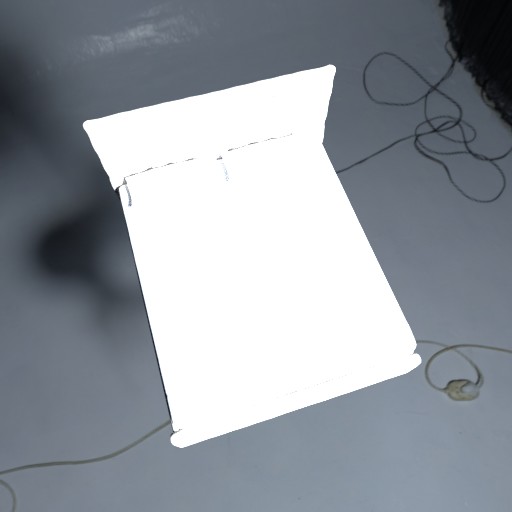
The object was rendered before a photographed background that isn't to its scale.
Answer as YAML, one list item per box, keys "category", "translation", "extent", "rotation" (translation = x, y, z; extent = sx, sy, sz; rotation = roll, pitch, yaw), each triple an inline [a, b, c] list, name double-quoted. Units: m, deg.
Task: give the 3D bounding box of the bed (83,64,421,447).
- category: "bed"
  translation: [0.000, 0.000, 3.671]
  extent: [2.078, 1.427, 2.387]
  rotation: [-16, 66, -7]
